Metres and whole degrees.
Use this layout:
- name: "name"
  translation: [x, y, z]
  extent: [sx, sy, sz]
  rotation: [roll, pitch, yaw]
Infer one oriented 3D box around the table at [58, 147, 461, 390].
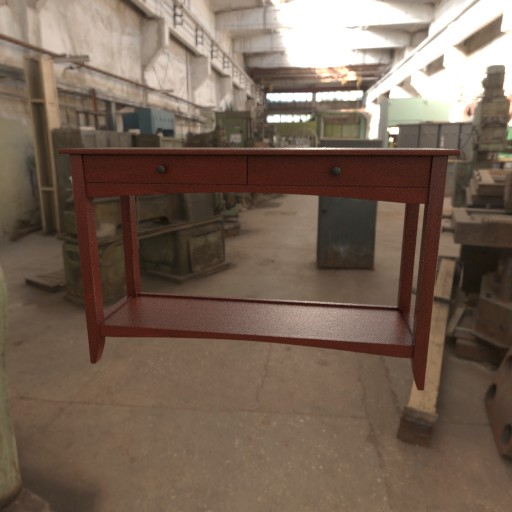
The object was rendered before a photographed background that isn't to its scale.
- name: "table"
  translation: [0.000, 0.000, 1.566]
  extent: [1.188, 0.739, 0.392]
  rotation: [2, 14, 9]
